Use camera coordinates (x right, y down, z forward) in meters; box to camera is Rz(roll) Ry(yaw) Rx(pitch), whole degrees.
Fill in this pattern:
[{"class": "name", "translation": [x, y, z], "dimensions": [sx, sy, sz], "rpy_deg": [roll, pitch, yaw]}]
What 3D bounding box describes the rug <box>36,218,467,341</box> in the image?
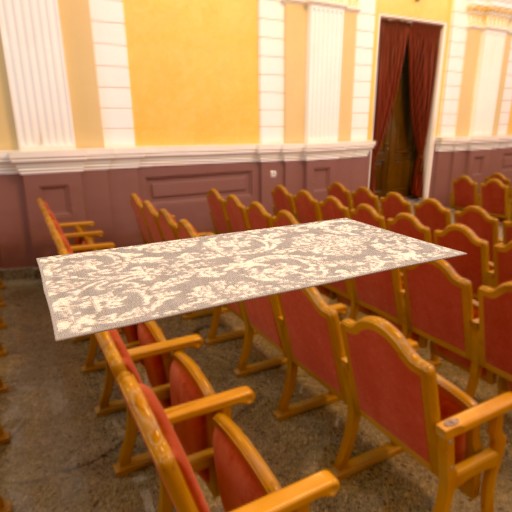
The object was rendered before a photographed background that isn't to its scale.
[{"class": "rug", "translation": [0.000, 0.000, 1.395], "dimensions": [1.219, 0.007, 0.604], "rpy_deg": [-9, 19, -27]}]
